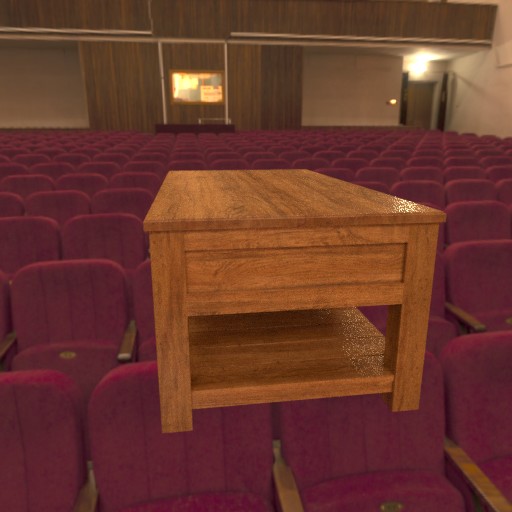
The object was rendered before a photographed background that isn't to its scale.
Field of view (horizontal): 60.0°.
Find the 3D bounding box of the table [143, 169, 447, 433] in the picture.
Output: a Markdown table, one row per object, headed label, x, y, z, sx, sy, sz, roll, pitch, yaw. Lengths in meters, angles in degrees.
| label | x | y | z | sx | sy | sz | roll | pitch | yaw |
| --- | --- | --- | --- | --- | --- | --- | --- | --- | --- |
| table | 0.000 | 0.000 | 1.492 | 0.635 | 0.480 | 1.150 | -2 | 16 | -8 |
